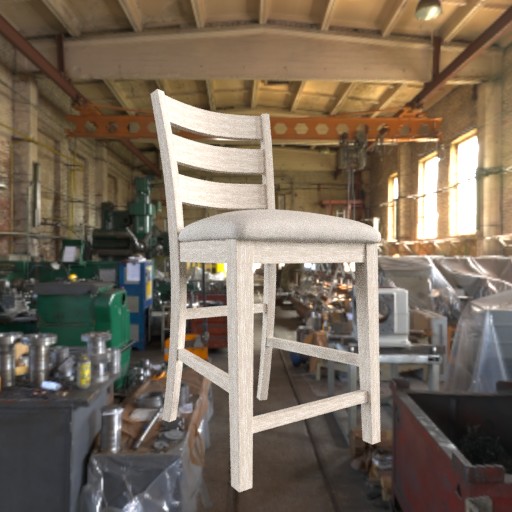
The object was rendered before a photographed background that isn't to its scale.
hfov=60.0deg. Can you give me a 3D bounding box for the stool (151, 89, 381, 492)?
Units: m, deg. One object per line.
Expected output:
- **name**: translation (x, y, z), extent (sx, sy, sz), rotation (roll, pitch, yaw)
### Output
- **stool**: translation (0.000, 0.000, 1.319), extent (0.484, 1.032, 0.569), rotation (0, 0, -35)
